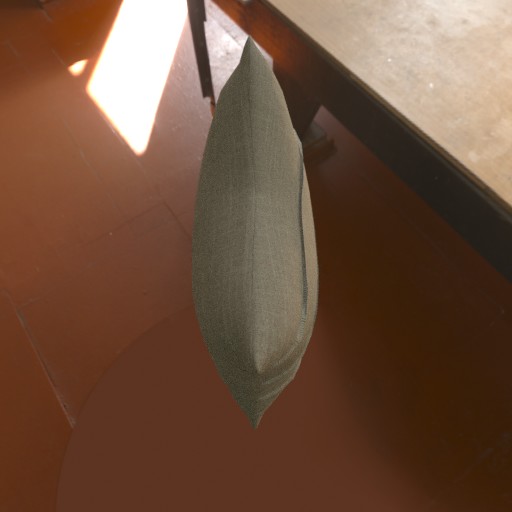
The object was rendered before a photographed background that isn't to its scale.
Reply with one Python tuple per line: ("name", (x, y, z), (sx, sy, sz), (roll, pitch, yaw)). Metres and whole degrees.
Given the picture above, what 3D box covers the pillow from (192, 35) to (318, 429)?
("pillow", (0.000, 0.000, 0.628), (0.169, 0.400, 0.424), (-1, 63, 0))
